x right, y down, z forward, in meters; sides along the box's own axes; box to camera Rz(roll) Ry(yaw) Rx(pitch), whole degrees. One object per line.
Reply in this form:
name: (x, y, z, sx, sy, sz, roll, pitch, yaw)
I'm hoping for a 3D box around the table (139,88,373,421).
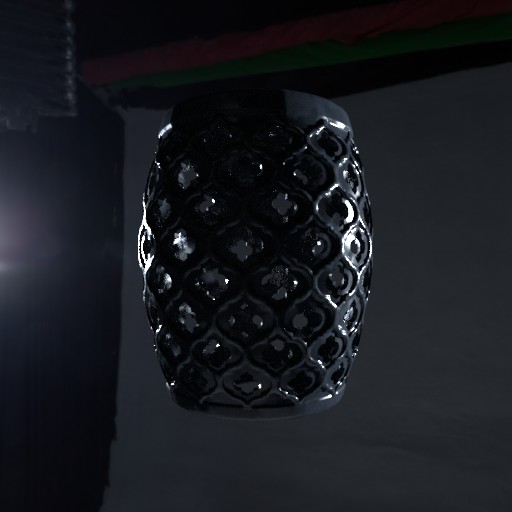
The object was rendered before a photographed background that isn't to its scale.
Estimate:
table: (0.000, 0.000, 0.635, 0.325, 0.388, 0.325, 0, 0, 0)
